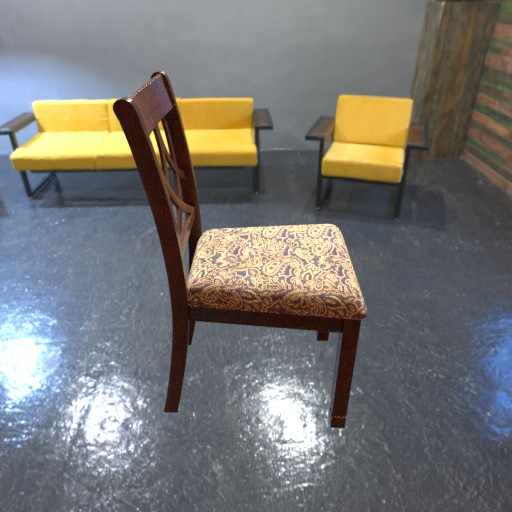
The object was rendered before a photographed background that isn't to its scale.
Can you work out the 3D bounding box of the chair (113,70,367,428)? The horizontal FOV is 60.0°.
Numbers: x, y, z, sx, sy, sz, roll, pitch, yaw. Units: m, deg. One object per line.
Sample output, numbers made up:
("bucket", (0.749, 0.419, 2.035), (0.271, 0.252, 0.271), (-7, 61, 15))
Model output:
("chair", (0.000, 0.000, 1.309), (0.584, 0.965, 0.457), (0, 31, 1))
